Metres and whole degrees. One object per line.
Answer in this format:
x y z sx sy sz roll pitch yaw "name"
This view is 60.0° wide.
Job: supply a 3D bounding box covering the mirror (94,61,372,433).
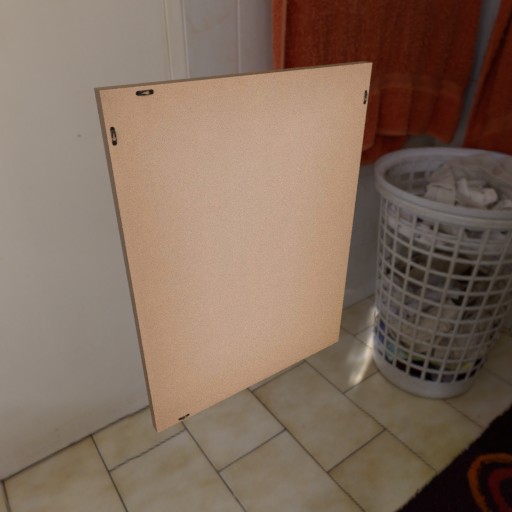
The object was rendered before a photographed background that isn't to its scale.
0.000 0.000 1.320 0.762 1.016 0.040 -19 35 -29 "mirror"
